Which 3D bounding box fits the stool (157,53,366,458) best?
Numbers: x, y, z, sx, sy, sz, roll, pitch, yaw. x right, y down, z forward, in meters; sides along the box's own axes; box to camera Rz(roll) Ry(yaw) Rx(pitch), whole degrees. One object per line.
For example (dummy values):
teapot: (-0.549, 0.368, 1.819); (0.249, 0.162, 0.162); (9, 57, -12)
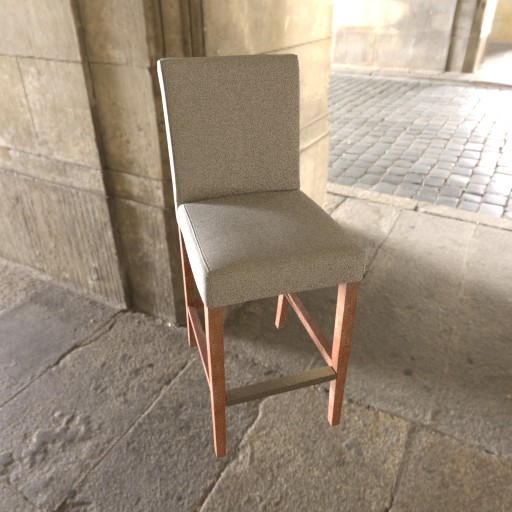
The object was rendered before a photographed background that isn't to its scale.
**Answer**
stool: (0.000, 0.000, 1.378); (0.439, 1.088, 0.570); (-9, 33, -15)
